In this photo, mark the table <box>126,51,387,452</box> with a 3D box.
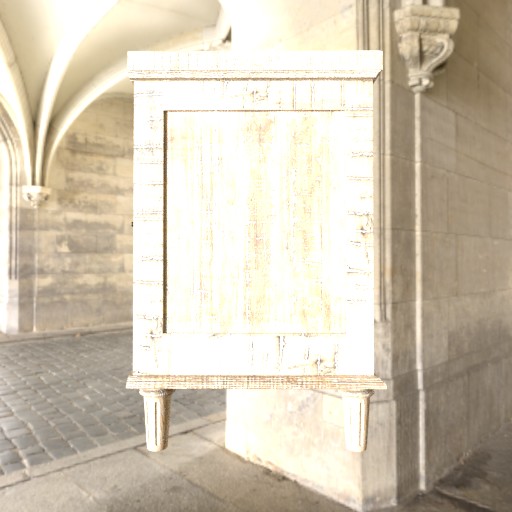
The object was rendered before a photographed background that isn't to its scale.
[{"bbox_3d":[0.000,0.000,1.113,0.457,0.711,0.686,0,-1,0],"label":"table"}]
